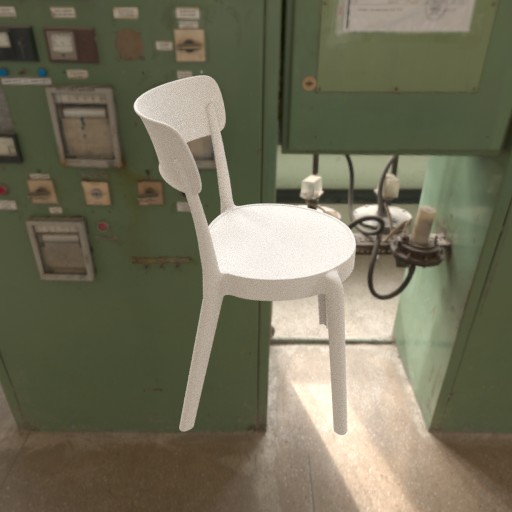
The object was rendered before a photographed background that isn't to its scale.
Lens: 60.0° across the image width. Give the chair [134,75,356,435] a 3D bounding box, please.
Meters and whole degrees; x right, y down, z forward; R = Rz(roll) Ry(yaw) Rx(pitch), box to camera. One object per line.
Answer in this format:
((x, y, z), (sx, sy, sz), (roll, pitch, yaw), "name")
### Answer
((0.000, 0.000, 1.132), (0.491, 0.790, 0.506), (1, 31, 2), "chair")
